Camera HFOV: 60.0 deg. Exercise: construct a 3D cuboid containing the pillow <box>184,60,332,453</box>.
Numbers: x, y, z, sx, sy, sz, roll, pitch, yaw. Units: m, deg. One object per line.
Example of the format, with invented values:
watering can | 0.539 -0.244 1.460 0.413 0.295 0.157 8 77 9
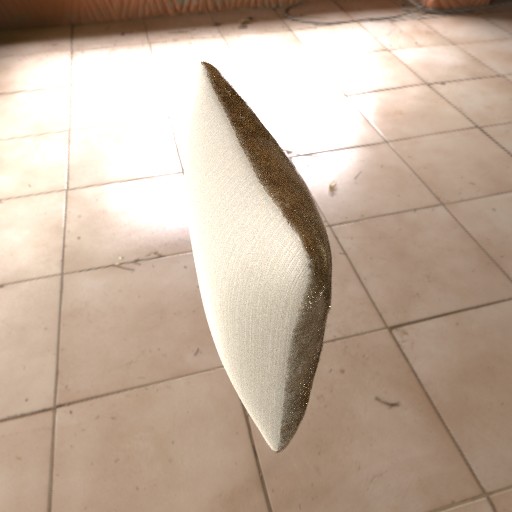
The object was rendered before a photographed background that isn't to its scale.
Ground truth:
pillow | 0.000 0.000 0.811 0.216 0.525 0.538 -12 46 -11
